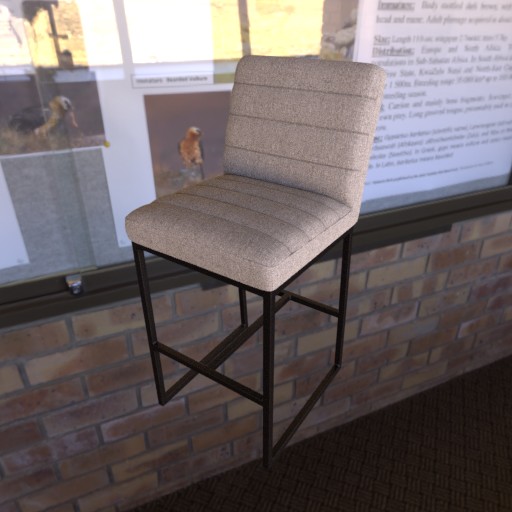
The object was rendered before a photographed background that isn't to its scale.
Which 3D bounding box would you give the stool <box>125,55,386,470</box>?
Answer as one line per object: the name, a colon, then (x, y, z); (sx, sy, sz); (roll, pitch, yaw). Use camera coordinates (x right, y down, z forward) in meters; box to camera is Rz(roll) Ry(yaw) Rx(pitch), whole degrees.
stool: (0.000, 0.000, 1.309); (0.459, 1.034, 0.571); (18, 35, 29)
